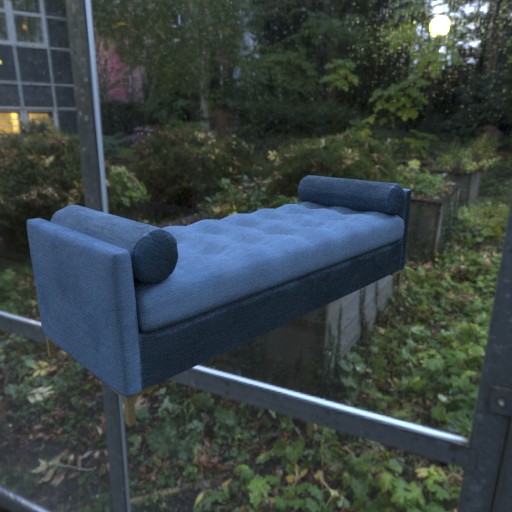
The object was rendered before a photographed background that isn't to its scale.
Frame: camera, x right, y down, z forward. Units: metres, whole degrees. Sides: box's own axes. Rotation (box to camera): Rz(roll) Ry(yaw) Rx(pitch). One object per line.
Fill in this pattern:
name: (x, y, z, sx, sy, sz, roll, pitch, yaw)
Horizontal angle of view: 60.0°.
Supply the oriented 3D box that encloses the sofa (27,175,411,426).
sofa: (0.000, 0.000, 2.453, 0.796, 0.705, 2.102, 16, 22, 42)
